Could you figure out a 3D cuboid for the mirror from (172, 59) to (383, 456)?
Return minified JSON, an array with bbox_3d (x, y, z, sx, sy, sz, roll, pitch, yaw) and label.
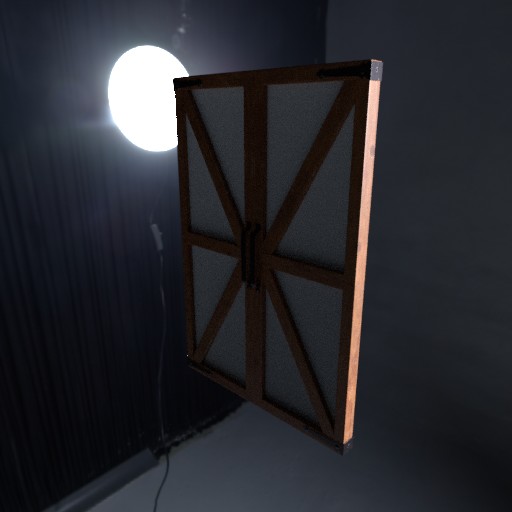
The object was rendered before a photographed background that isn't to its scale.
[{"bbox_3d":[0.000,0.000,0.981,0.517,0.761,0.053,16,24,41],"label":"mirror"}]
